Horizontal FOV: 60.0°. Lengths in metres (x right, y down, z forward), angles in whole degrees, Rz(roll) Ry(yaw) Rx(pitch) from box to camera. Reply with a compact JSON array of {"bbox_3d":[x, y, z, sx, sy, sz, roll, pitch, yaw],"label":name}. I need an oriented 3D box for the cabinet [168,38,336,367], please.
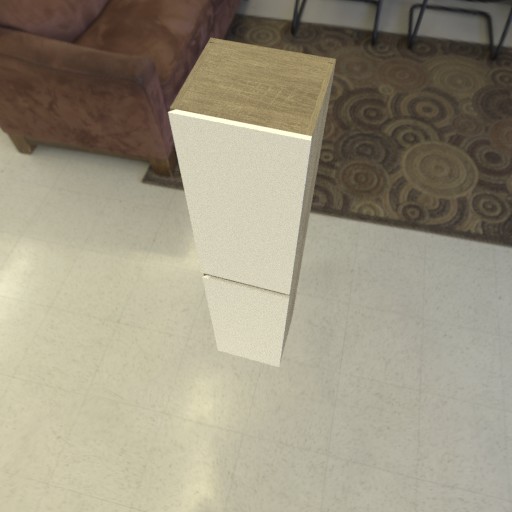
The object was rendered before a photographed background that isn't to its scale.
[{"bbox_3d":[0.000,0.000,1.550,0.300,1.400,0.270,14,59,8],"label":"cabinet"}]
